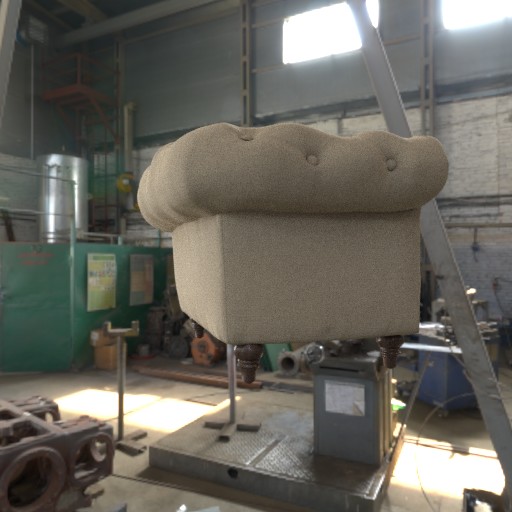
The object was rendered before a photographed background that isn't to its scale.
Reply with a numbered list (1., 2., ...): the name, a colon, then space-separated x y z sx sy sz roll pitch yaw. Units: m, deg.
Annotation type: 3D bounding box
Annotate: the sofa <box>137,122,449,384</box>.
1. sofa: 0.000 0.000 2.018 1.034 0.878 1.405 0 0 -18
